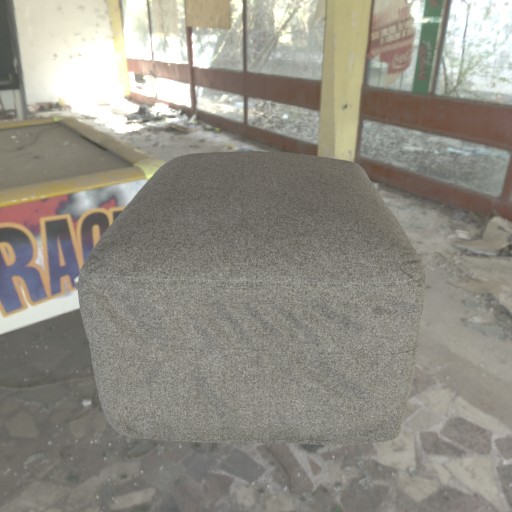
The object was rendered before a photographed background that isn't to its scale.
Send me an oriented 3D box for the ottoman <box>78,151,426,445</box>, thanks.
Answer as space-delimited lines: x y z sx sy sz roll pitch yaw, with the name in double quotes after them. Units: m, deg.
0.000 0.000 1.210 0.683 0.481 0.837 1 27 1 "ottoman"
